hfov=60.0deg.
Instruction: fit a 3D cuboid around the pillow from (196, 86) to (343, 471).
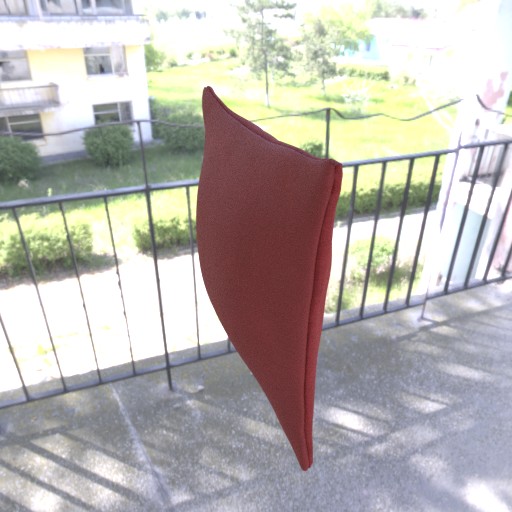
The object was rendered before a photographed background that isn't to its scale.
[{"bbox_3d":[0.000,0.000,0.655,0.151,0.416,0.435,-11,32,-18],"label":"pillow"}]
